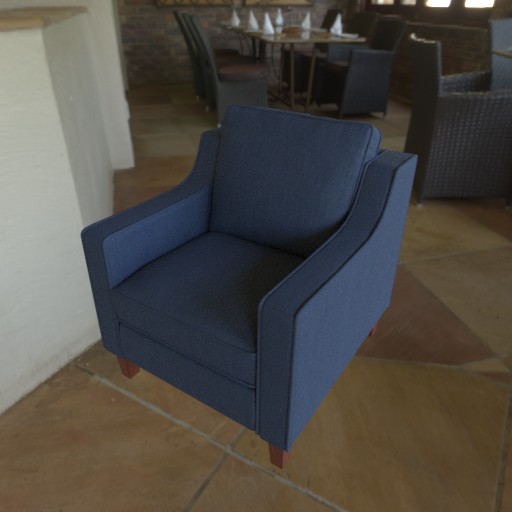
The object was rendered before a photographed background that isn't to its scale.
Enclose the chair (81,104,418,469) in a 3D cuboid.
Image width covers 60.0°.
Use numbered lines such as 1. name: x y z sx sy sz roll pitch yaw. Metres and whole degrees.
1. chair: 0.000 0.000 1.663 0.831 0.960 0.909 19 35 29
